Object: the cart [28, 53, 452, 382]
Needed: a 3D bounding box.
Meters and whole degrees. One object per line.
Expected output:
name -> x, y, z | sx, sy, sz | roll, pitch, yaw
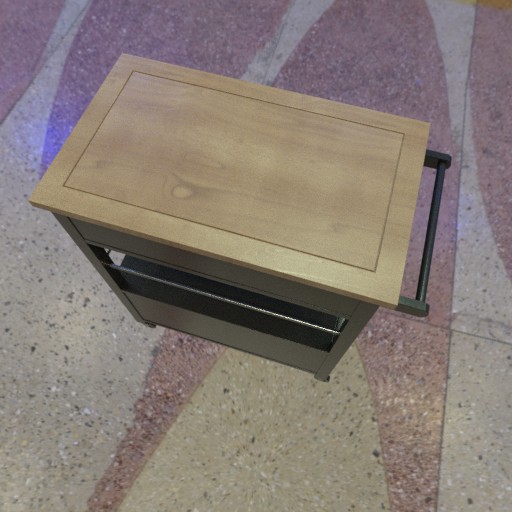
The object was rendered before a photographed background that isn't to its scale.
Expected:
cart -> 0.000, 0.000, 1.355 | 0.840, 0.901, 0.459 | 16, 65, 8
